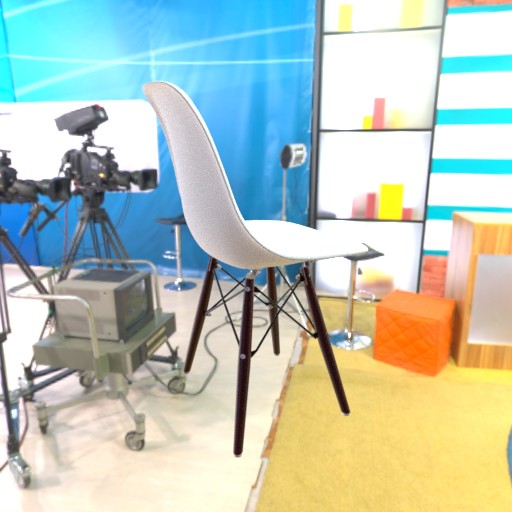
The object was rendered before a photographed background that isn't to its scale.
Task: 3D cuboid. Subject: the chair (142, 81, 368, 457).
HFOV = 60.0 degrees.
[{"bbox_3d":[0.000,0.000,1.170,0.533,0.826,0.470,-7,16,-26],"label":"chair"}]
